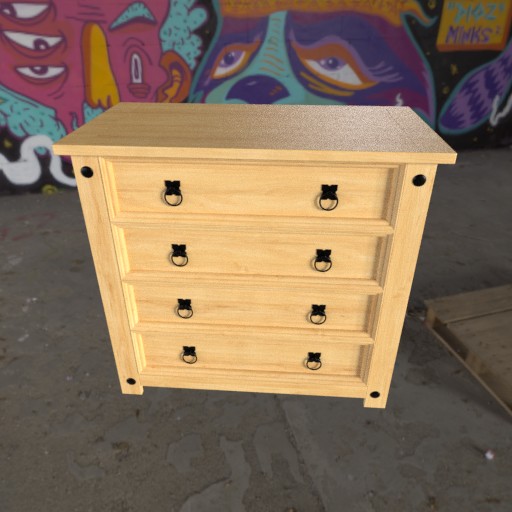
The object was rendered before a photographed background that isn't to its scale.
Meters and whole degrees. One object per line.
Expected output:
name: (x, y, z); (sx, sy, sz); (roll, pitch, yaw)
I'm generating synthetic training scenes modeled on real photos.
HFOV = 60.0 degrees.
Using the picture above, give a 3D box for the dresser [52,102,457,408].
dresser: (0.000, 0.000, 1.232); (0.800, 0.730, 0.410); (2, 31, 3)
